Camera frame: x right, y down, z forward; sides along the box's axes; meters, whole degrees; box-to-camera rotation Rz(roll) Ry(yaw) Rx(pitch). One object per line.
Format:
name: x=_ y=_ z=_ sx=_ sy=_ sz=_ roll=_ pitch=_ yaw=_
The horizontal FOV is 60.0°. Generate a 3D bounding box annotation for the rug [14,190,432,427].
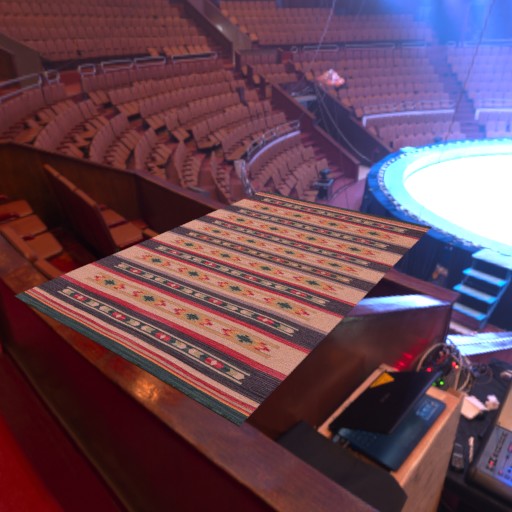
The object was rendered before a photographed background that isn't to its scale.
rug: x=0.000 y=0.000 z=2.810 sx=1.522 sy=0.010 sz=2.311 roll=17 pitch=31 yaw=32
